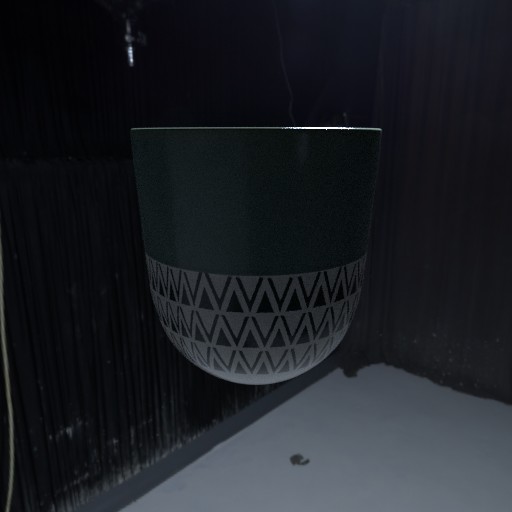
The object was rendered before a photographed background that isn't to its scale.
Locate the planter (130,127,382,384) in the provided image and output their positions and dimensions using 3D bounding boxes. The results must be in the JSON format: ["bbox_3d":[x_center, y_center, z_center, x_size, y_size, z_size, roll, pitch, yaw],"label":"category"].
[{"bbox_3d":[0.000,0.000,0.390,0.198,0.214,0.198,0,15,0],"label":"planter"}]
